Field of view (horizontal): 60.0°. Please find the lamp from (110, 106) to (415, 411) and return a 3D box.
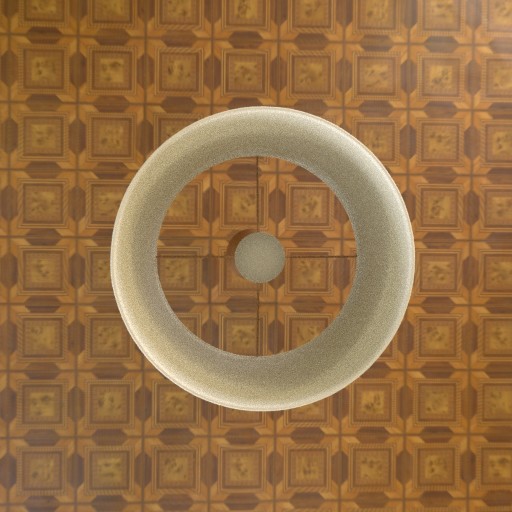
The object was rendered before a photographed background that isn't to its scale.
[{"bbox_3d":[0.000,0.000,0.627,0.268,0.479,0.268,0,91,-2],"label":"lamp"}]
